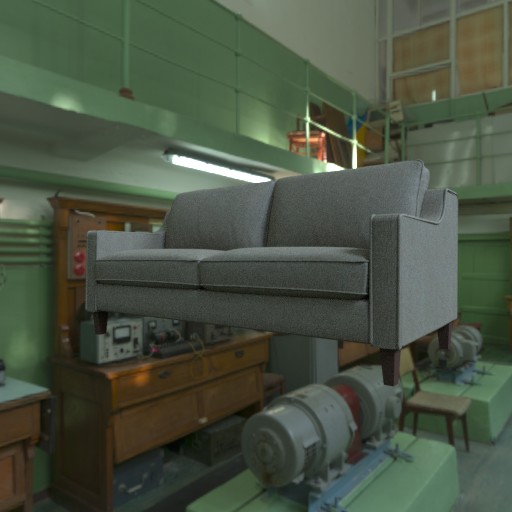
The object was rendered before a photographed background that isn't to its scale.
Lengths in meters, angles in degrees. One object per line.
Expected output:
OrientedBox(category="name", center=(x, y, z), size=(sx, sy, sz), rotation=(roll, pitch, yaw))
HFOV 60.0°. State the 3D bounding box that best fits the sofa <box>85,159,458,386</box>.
OrientedBox(category="sofa", center=(0.000, 0.000, 2.819), size=(2.181, 1.074, 1.073), rotation=(0, 0, 36))
